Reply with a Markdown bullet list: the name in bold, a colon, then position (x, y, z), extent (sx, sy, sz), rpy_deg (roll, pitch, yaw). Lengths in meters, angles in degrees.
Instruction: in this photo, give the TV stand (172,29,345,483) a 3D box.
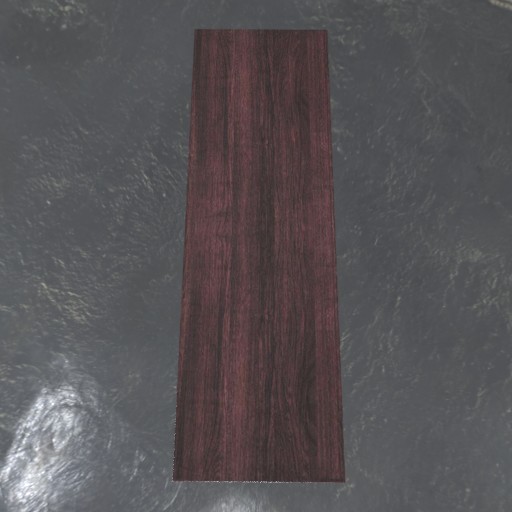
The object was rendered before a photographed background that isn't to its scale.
- **TV stand**: position (0.000, 0.000, 1.426), extent (0.404, 0.614, 1.192), rpy_deg (0, 76, 0)
